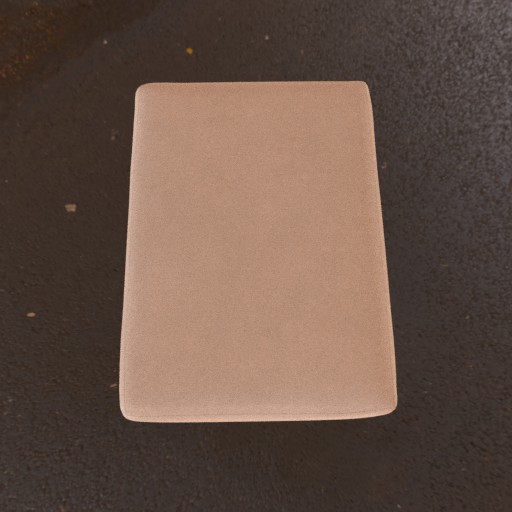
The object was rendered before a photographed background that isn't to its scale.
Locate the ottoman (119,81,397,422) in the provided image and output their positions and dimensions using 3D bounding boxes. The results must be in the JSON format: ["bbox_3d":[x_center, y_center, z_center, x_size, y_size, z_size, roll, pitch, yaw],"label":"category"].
[{"bbox_3d":[0.000,0.000,1.147,0.569,0.499,0.773,-1,76,0],"label":"ottoman"}]
